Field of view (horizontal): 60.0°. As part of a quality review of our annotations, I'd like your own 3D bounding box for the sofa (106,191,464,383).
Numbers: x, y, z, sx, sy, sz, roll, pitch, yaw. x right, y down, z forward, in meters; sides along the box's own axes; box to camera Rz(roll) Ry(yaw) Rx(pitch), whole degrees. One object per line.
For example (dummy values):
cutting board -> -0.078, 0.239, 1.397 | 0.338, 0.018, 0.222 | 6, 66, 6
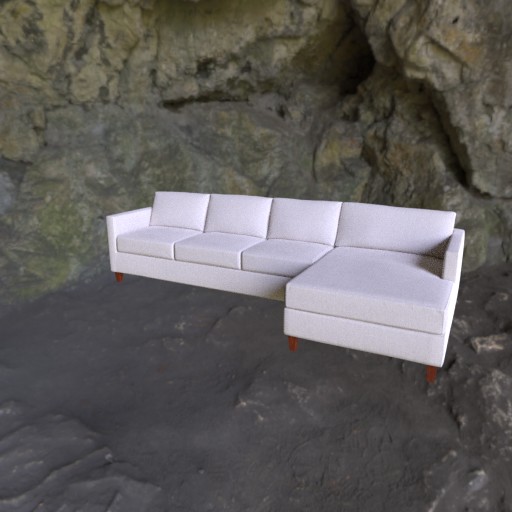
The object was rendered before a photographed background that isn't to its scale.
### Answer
sofa -> 0.000, 0.000, 4.158 | 3.471, 0.954, 1.599 | 7, 17, 26
